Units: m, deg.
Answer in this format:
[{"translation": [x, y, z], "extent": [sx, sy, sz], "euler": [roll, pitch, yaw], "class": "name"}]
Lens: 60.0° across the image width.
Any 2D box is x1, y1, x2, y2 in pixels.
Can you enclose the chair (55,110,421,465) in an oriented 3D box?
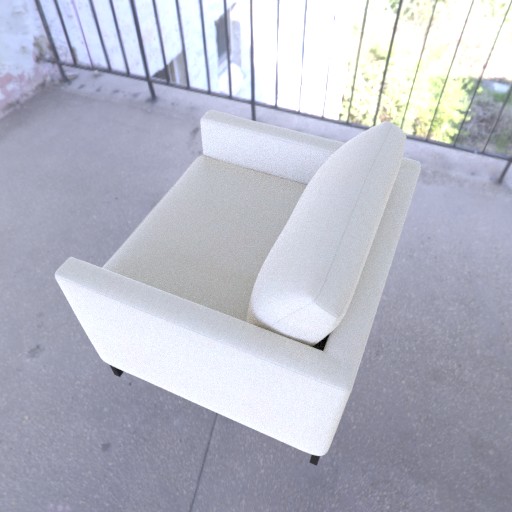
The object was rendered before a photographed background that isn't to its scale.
[{"translation": [0.000, 0.000, 1.556], "extent": [0.875, 0.806, 0.964], "euler": [18, 51, 15], "class": "chair"}]
